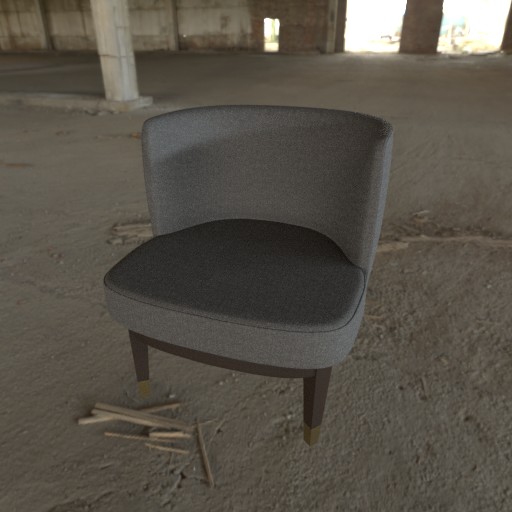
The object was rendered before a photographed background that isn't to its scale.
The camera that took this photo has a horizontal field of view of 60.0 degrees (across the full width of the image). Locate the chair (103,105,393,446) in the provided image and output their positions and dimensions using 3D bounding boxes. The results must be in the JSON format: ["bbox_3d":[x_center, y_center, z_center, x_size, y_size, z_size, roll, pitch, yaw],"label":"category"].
[{"bbox_3d":[0.000,0.000,1.224,0.639,0.695,0.698,9,29,17],"label":"chair"}]
